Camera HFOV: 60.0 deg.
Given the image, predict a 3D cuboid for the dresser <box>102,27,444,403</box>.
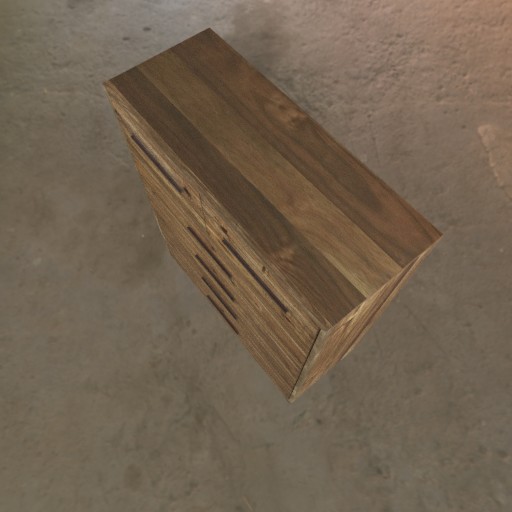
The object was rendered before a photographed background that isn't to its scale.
[{"bbox_3d":[0.000,0.000,1.933,0.442,1.393,1.062,-36,69,-16],"label":"dresser"}]
